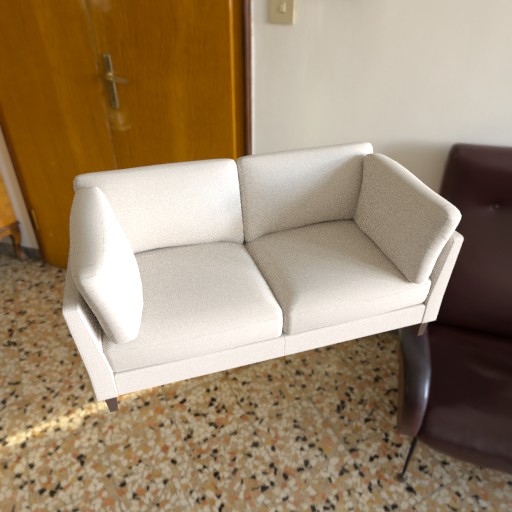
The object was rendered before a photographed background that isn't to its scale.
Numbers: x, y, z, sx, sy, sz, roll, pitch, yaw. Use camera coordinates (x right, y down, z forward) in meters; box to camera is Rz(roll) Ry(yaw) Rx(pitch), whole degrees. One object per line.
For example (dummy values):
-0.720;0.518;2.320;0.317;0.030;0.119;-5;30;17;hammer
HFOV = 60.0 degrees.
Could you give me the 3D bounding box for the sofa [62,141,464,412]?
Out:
0.000;0.000;2.307;1.776;0.836;0.970;-10;35;-15;sofa
